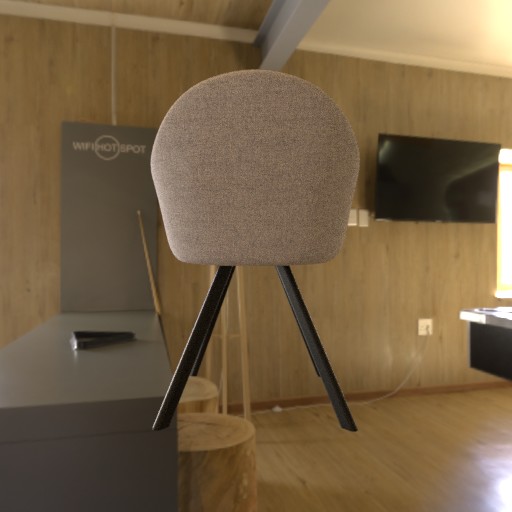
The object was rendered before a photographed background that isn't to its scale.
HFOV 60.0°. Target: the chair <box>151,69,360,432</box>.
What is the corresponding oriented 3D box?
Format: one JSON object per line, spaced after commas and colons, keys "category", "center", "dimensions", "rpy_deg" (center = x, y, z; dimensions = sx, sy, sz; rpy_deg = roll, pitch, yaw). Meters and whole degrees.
{"category": "chair", "center": [0.000, 0.000, 1.186], "dimensions": [0.540, 0.780, 0.570], "rpy_deg": [0, 0, 1]}
